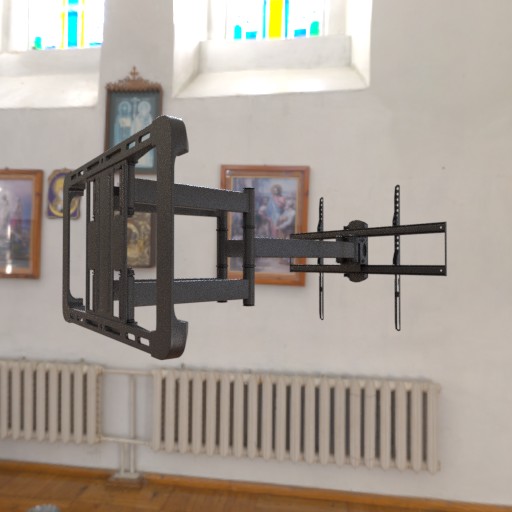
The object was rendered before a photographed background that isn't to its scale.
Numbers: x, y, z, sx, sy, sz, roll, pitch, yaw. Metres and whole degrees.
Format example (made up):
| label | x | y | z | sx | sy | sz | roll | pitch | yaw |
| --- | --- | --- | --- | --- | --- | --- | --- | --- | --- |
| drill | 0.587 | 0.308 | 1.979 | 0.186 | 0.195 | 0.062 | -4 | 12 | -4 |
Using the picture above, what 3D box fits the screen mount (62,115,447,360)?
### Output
| label | x | y | z | sx | sy | sz | roll | pitch | yaw |
| --- | --- | --- | --- | --- | --- | --- | --- | --- | --- |
| screen mount | 0.000 | 0.000 | 1.309 | 0.905 | 0.483 | 0.725 | 1 | -1 | -37 |
